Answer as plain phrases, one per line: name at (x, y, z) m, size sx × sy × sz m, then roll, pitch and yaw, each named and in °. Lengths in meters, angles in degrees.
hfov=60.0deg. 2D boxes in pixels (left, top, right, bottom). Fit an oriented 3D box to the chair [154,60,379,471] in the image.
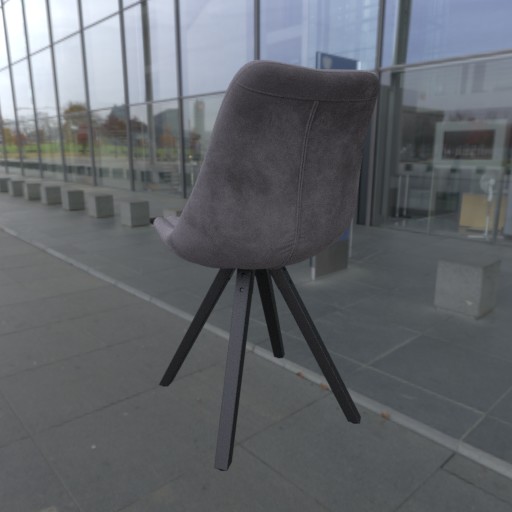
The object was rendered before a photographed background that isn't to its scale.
chair at (0.000, 0.000, 1.156) m, size 0.485 × 0.850 × 0.550 m, roll -7°, pitch 15°, yaw -27°
